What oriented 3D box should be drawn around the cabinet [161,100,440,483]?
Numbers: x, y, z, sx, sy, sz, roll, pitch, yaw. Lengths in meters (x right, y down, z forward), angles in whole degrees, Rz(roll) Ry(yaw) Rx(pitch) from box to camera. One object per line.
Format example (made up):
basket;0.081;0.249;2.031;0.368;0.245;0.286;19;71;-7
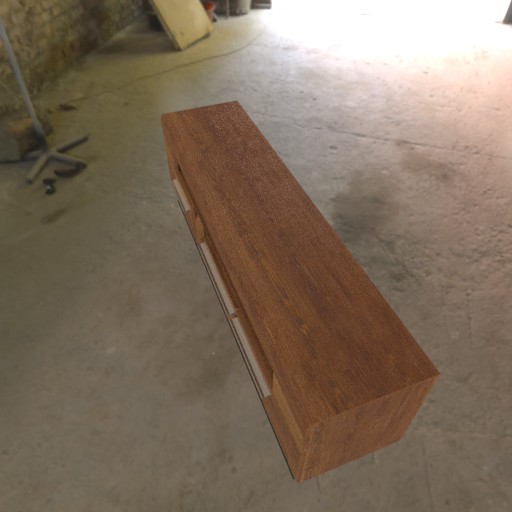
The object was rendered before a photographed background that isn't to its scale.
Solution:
cabinet;0.000;0.000;1.811;0.419;0.510;1.600;-16;48;-14
